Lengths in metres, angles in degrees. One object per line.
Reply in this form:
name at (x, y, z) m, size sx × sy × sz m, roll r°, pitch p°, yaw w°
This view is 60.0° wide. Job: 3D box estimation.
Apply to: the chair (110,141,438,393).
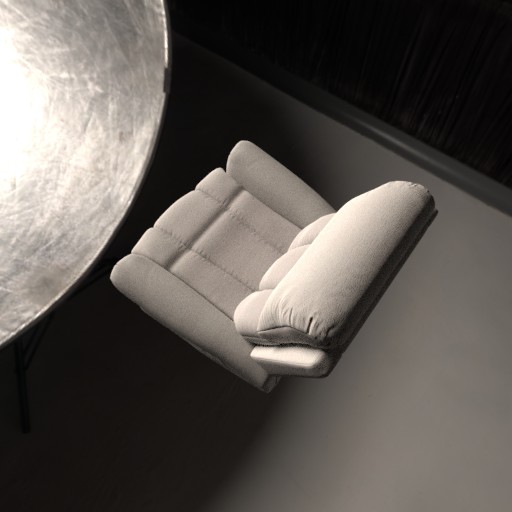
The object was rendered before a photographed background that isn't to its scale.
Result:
chair at (0.000, 0.000, 1.770) m, size 0.979 × 1.031 × 0.871 m, roll 34°, pitch 68°, yaw 16°
